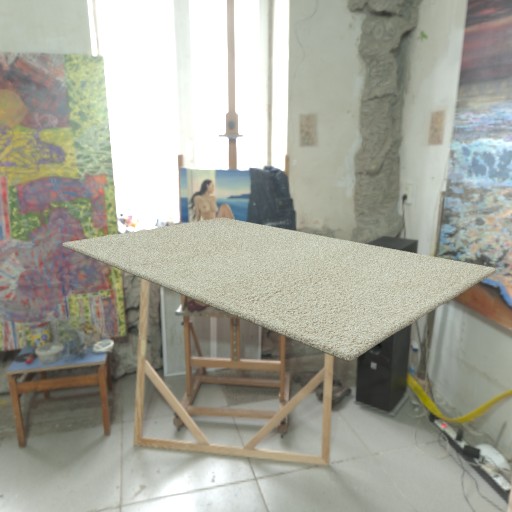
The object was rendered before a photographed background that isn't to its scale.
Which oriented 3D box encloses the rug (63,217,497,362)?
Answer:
[{"bbox_3d":[0.000,0.000,2.880,1.524,0.030,2.438,-14,21,-43],"label":"rug"}]
